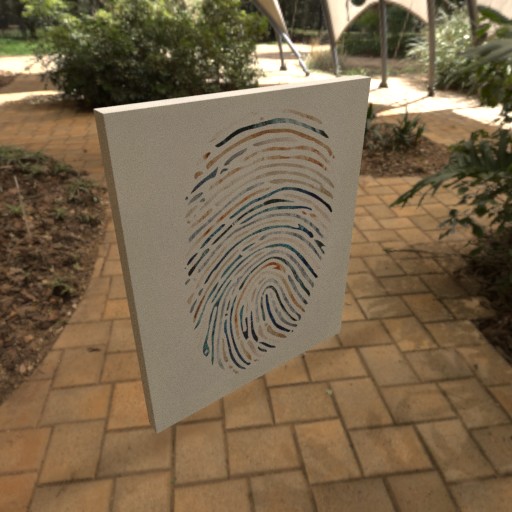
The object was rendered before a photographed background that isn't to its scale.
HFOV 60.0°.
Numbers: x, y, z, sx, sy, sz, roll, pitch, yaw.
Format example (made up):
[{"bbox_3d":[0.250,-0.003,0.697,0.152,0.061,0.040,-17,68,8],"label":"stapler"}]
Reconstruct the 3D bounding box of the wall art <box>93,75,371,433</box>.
[{"bbox_3d":[0.000,0.000,0.853,0.508,0.606,0.037,-21,36,-31],"label":"wall art"}]
